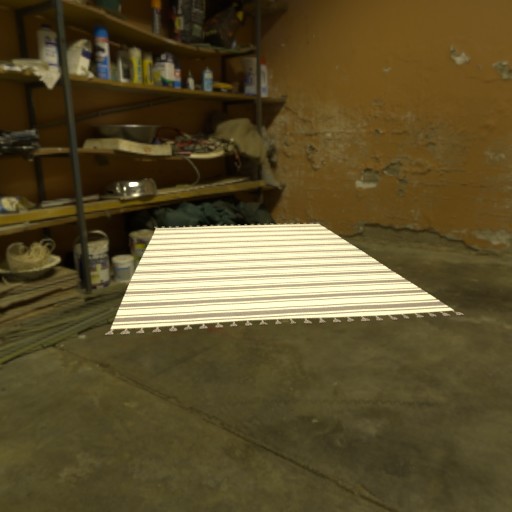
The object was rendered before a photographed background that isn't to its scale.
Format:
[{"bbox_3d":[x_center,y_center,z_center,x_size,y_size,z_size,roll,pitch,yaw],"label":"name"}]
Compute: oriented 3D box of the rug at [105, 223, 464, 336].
[{"bbox_3d":[0.000,0.000,3.044,1.563,0.014,2.425,-2,14,-8],"label":"rug"}]
